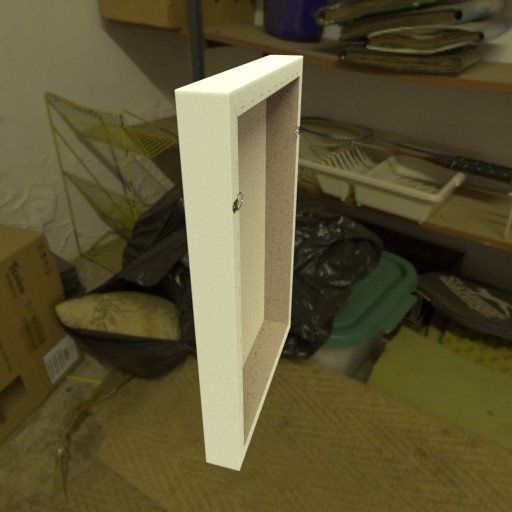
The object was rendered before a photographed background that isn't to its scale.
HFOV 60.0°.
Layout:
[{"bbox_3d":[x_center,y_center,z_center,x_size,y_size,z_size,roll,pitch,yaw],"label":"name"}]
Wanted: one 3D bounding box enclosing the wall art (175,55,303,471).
[{"bbox_3d":[0.000,0.000,0.486,0.039,0.381,0.252,8,30,14],"label":"wall art"}]
